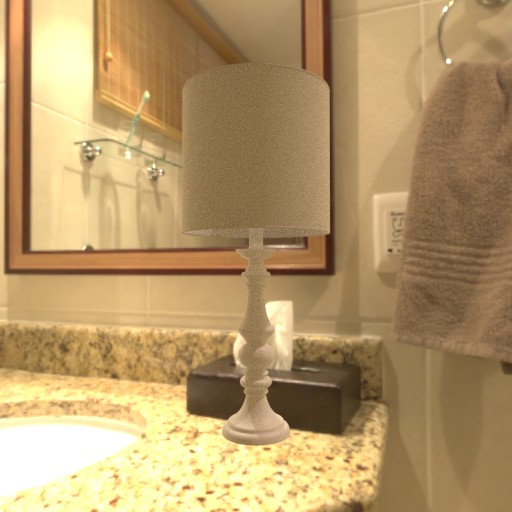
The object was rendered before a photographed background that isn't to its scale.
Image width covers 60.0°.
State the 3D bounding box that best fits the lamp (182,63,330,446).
[{"bbox_3d":[0.000,0.000,0.758,0.250,0.597,0.250,0,-1,-18],"label":"lamp"}]
